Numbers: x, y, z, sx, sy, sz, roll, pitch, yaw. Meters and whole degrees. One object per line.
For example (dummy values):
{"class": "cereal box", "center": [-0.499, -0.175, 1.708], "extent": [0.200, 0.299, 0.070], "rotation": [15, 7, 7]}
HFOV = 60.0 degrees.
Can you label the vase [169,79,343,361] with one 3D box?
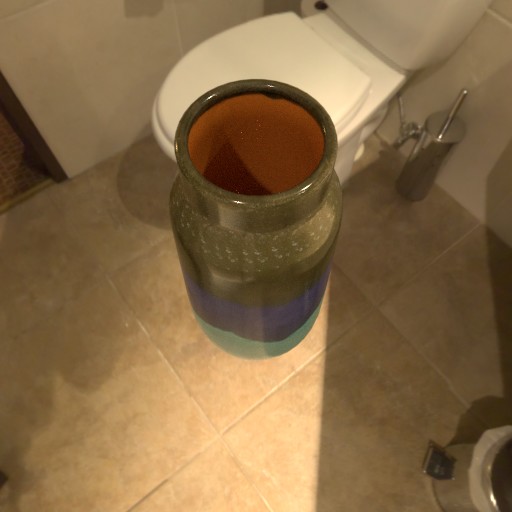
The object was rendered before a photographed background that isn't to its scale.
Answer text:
{"class": "vase", "center": [0.000, 0.000, 0.390], "extent": [0.139, 0.313, 0.139], "rotation": [0, 64, 0]}
